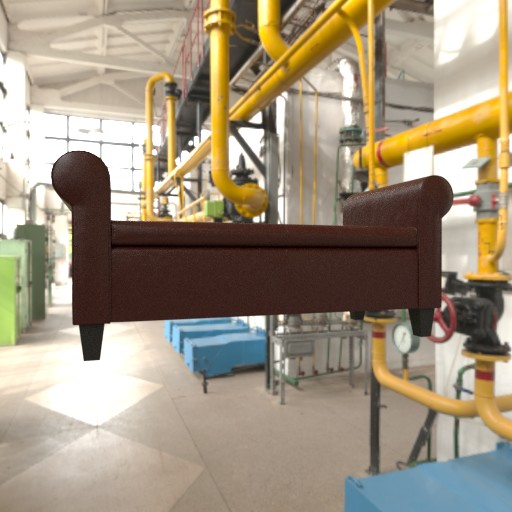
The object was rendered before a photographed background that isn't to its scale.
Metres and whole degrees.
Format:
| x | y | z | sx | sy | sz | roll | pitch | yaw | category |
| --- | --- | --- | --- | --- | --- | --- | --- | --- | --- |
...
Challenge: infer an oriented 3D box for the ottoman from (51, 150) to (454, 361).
| x | y | z | sx | sy | sz | roll | pitch | yaw | category |
| --- | --- | --- | --- | --- | --- | --- | --- | --- | --- |
| 0.000 | 0.000 | 1.547 | 1.256 | 0.547 | 0.521 | 0 | 0 | -19 | ottoman |
